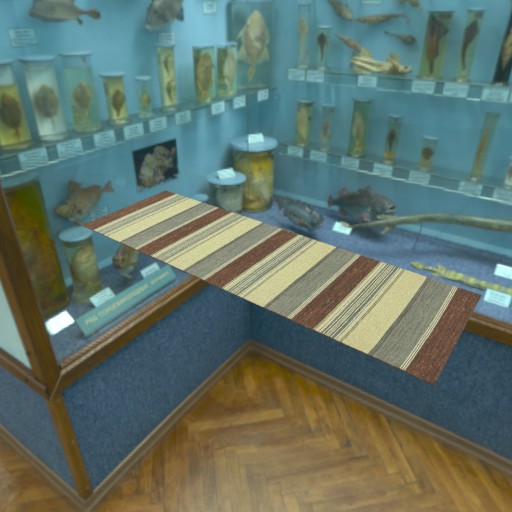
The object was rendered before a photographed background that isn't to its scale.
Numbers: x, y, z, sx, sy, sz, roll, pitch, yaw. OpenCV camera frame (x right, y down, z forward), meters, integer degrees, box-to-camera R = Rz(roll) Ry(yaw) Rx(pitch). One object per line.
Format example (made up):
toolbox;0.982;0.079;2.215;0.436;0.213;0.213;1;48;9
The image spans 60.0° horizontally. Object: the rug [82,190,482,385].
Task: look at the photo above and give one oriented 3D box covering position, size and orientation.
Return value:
rug;0.000;0.000;2.737;2.437;0.006;0.792;21;37;31
